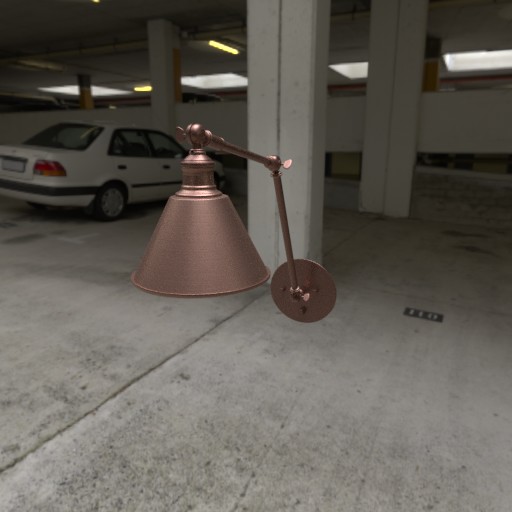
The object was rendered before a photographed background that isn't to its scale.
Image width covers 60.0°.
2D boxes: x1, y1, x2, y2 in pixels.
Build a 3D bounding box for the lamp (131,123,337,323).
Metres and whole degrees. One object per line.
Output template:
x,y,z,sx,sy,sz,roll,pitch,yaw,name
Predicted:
0.000,0.000,0.900,0.223,0.502,0.624,7,16,25,lamp
